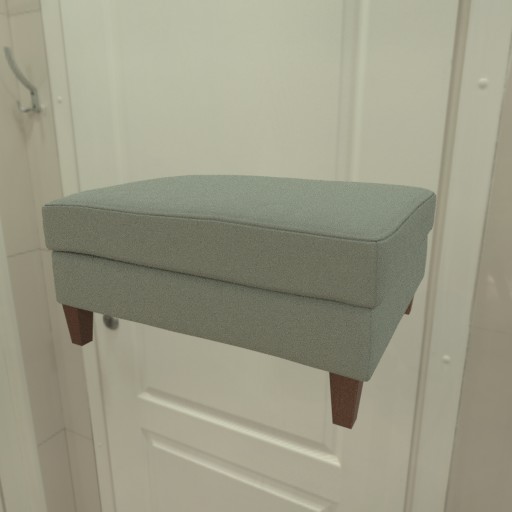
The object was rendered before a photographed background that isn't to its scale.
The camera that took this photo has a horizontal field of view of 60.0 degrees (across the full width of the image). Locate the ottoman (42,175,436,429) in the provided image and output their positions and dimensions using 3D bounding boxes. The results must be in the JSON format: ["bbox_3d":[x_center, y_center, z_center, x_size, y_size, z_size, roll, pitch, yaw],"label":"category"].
[{"bbox_3d":[0.000,0.000,1.450,0.991,0.494,0.842,8,18,27],"label":"ottoman"}]
